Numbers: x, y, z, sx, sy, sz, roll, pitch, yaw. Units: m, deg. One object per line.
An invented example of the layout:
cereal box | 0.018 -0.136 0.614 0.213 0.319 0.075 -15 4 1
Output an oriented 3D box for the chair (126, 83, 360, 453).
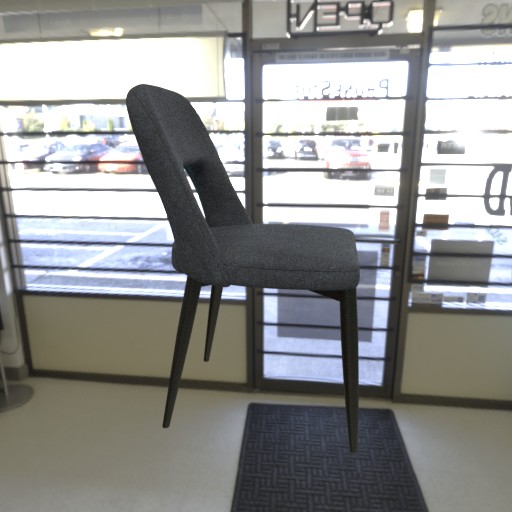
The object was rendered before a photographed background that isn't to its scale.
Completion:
chair | 0.000 0.000 1.283 0.612 0.931 0.470 3 16 10
